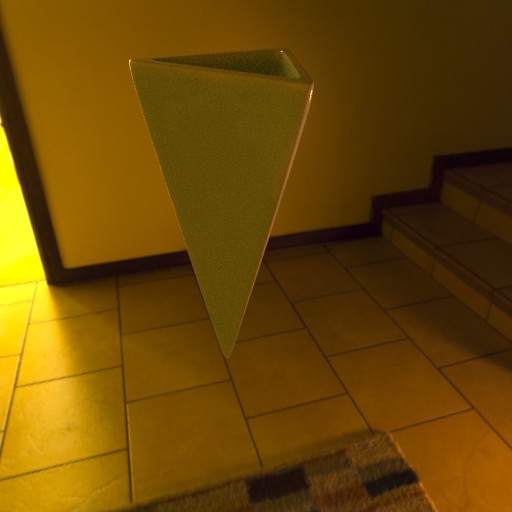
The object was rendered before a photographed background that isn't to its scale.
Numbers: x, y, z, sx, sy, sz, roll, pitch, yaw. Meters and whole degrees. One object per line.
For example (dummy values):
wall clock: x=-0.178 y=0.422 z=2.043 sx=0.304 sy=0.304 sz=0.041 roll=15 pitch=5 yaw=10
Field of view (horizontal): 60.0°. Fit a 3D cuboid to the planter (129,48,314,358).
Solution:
planter: x=0.000 y=0.000 z=0.218 sx=0.080 sy=0.178 sz=0.064 roll=-21 pitch=36 yaw=-32
